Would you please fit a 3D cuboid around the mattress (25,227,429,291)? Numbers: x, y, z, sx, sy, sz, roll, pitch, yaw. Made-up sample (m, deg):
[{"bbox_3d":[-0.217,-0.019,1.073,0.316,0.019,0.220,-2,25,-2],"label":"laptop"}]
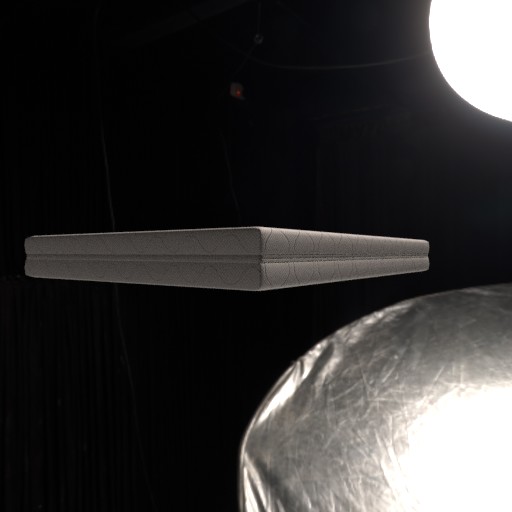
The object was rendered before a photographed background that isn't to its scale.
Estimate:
[{"bbox_3d":[0.000,0.000,2.506,1.400,0.200,1.900,0,1,36],"label":"mattress"}]
